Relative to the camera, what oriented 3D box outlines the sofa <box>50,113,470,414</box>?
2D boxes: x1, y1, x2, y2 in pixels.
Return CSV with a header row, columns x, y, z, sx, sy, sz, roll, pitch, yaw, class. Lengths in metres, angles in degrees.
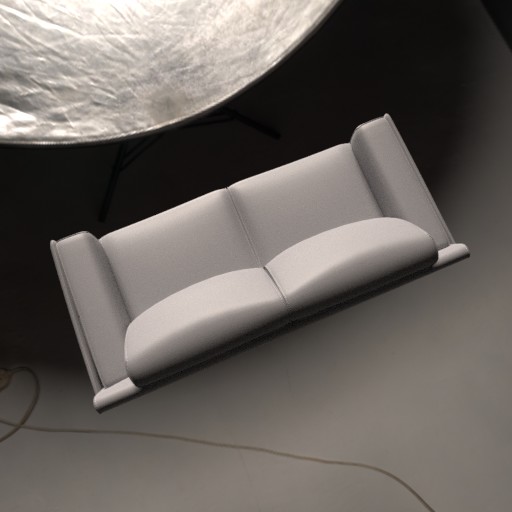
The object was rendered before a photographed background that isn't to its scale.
x,y,z,sx,sy,sz,roll,pitch,yaw,class
0.000,0.000,2.529,2.100,0.900,0.969,-22,77,-5,sofa
